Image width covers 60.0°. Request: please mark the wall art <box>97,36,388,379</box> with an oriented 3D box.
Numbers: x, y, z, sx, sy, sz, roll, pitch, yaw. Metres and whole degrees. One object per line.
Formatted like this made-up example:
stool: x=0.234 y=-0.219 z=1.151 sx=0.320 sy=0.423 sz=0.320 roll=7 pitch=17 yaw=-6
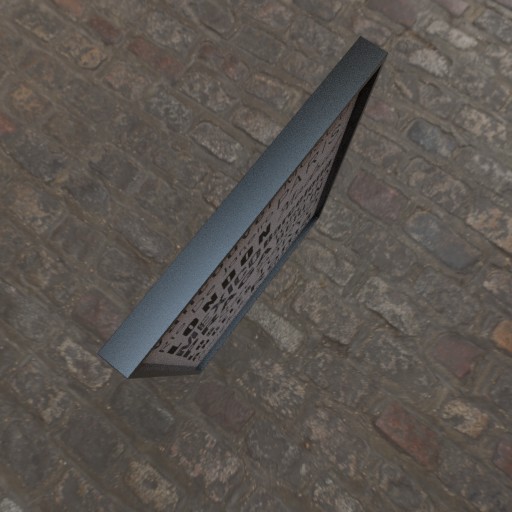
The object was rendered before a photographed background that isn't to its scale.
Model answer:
wall art: x=0.000 y=0.000 z=0.727 sx=0.038 sy=0.551 sz=0.448 roll=36 pitch=78 yaw=9
